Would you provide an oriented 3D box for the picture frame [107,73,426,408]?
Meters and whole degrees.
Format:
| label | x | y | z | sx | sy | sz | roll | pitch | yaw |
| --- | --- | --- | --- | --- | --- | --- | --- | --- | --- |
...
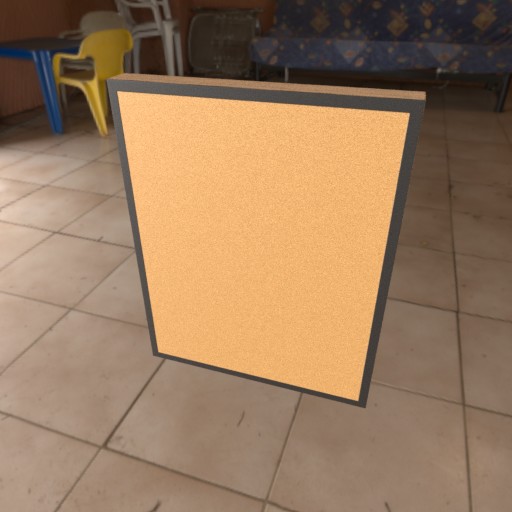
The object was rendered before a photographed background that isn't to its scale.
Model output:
| label | x | y | z | sx | sy | sz | roll | pitch | yaw |
| --- | --- | --- | --- | --- | --- | --- | --- | --- | --- |
| picture frame | 0.000 | 0.000 | 0.717 | 0.421 | 0.526 | 0.046 | 10 | 33 | 15 |
